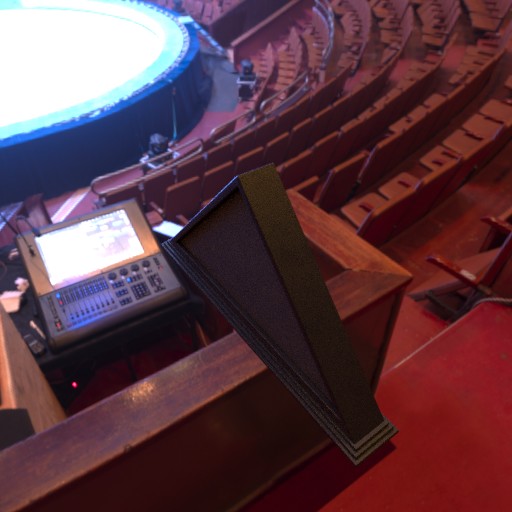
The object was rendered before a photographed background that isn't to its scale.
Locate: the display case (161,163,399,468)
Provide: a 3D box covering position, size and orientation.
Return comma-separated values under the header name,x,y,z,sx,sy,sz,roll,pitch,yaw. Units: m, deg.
name,x,y,z,sx,sy,sz,roll,pitch,yaw
display case,0.000,0.000,0.767,0.095,0.340,0.640,-25,47,-26
